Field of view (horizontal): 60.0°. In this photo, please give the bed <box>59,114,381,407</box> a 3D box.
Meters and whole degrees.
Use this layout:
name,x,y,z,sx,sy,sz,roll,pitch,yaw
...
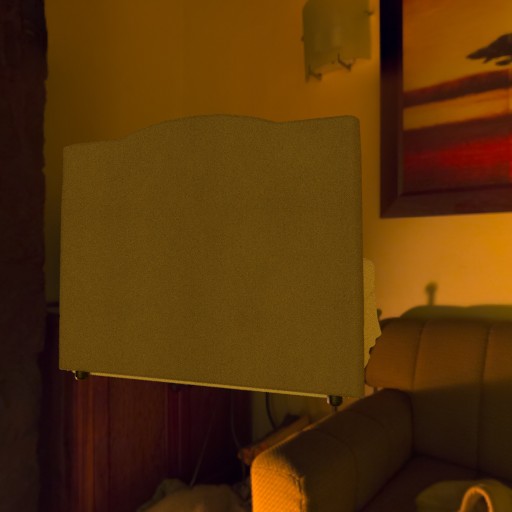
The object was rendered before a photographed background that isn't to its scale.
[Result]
name,x,y,z,sx,sy,sz,roll,pitch,yaw
bed,0.000,0.000,3.288,1.744,1.441,2.128,0,-1,19
